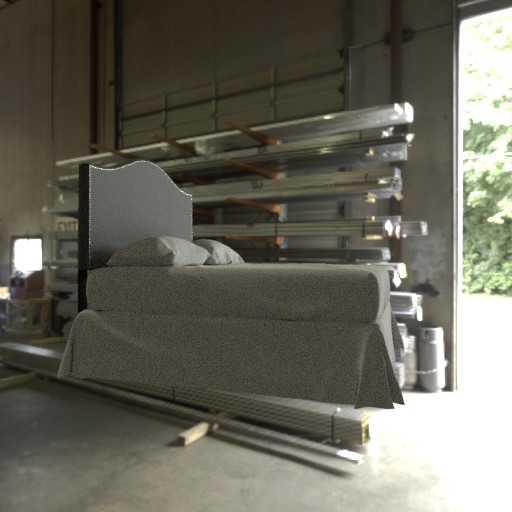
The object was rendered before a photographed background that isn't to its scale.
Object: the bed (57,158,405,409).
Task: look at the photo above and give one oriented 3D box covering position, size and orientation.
[{"bbox_3d":[0.000,0.000,3.493,2.221,1.645,1.876,0,0,18],"label":"bed"}]
